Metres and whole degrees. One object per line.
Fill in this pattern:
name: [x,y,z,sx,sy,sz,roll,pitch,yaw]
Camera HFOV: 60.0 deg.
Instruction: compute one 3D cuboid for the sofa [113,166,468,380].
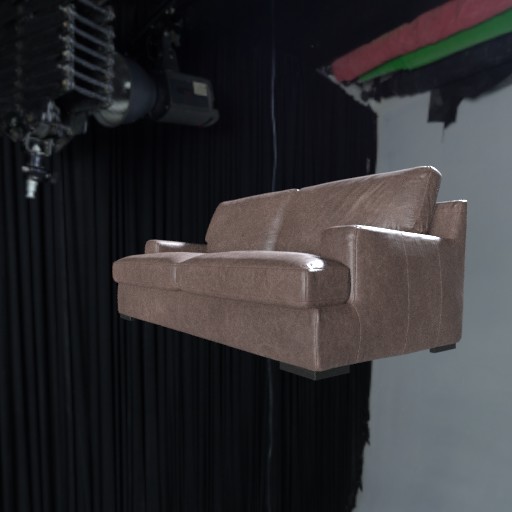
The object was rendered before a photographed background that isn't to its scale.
sofa: [0.000,0.000,2.830,1.143,0.941,2.261,0,0,-36]
